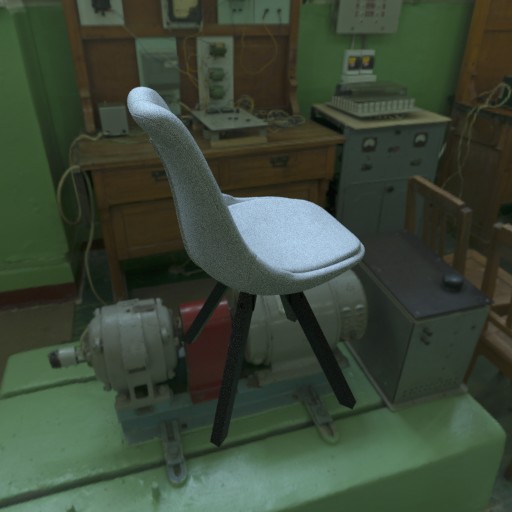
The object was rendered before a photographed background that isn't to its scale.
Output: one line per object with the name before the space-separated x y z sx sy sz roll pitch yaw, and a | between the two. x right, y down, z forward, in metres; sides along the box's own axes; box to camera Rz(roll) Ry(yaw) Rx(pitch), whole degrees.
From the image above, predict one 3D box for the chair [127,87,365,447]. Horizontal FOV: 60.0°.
chair | 0.000 0.000 1.190 0.550 0.850 0.485 -10 32 -16
